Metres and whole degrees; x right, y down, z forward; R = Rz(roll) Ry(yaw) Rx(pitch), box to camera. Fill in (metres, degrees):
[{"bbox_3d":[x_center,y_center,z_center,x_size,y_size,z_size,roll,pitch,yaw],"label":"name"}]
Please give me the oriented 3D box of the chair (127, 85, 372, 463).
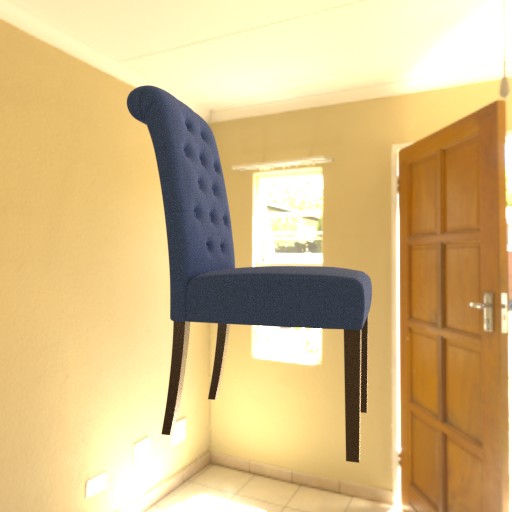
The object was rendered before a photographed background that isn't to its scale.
[{"bbox_3d":[0.000,0.000,1.360,0.671,1.006,0.456,0,-1,17],"label":"chair"}]
